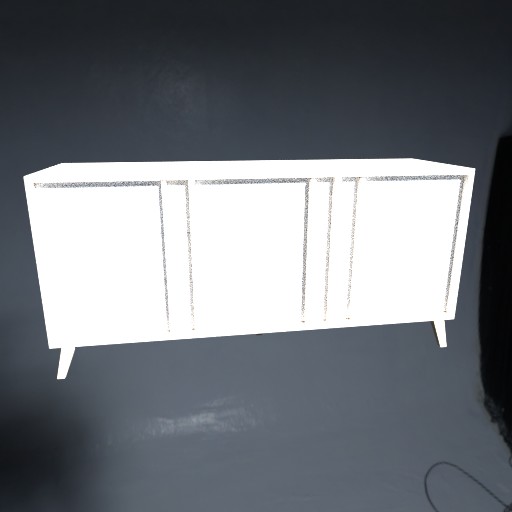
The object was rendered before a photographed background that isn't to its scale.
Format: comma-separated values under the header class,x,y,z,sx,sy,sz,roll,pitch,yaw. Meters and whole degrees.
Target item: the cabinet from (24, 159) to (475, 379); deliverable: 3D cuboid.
class,x,y,z,sx,sy,sz,roll,pitch,yaw
cabinet,0.000,0.000,1.952,1.649,0.780,0.500,-3,17,-9
